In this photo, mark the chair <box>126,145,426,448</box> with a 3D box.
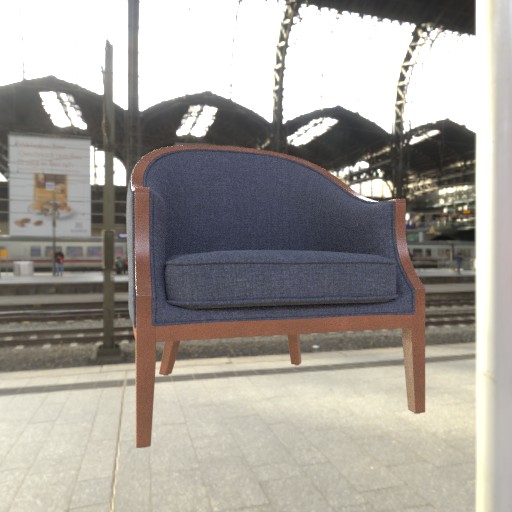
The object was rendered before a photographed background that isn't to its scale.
[{"bbox_3d":[0.000,0.000,1.430,0.803,0.876,0.735,0,0,-17],"label":"chair"}]
